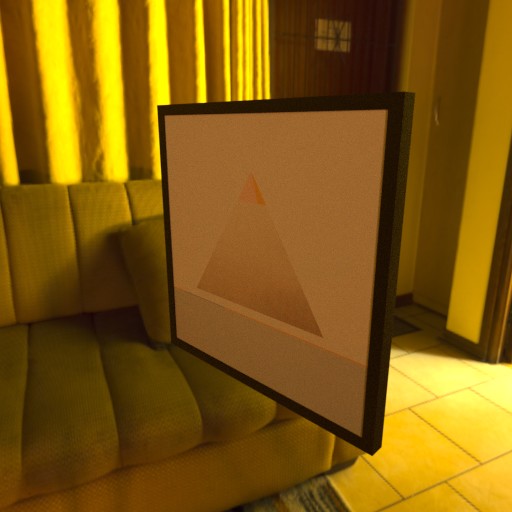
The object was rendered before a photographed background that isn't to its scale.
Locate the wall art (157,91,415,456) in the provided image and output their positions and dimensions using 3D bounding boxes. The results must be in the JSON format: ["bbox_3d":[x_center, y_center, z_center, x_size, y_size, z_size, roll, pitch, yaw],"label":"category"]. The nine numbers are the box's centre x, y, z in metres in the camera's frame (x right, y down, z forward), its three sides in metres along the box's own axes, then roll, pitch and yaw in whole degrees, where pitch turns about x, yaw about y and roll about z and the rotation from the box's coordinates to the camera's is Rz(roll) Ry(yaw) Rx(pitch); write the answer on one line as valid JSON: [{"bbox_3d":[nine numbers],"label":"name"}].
[{"bbox_3d":[0.000,0.000,0.770,0.513,0.511,0.028,15,22,42],"label":"wall art"}]
